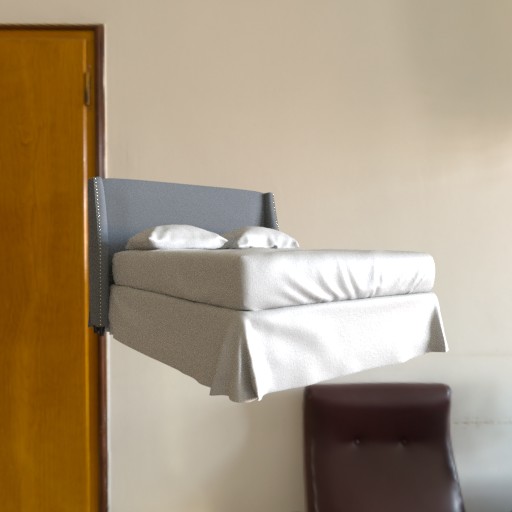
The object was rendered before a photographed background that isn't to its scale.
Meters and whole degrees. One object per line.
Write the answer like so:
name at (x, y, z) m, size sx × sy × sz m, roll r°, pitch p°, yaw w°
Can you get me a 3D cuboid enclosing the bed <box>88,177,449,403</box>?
bed at (0.000, 0.000, 3.414) m, size 1.925 × 1.332 × 2.276 m, roll -1°, pitch 2°, yaw -36°
